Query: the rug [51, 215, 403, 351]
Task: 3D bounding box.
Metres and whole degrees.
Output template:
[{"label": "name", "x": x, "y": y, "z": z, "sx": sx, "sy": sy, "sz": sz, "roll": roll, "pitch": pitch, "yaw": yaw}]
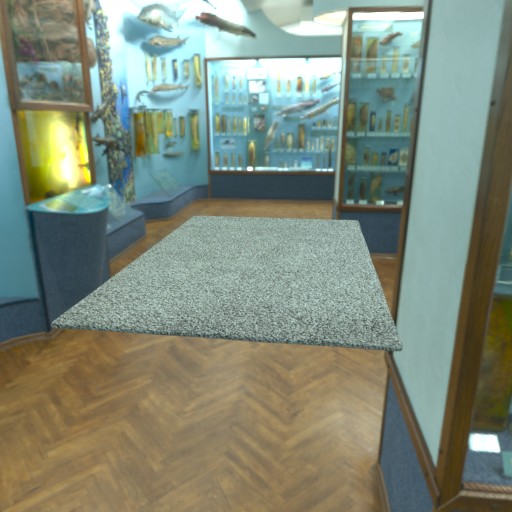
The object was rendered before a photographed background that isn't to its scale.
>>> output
[{"label": "rug", "x": 0.000, "y": 0.000, "z": 3.477, "sx": 1.778, "sy": 0.030, "sz": 2.743, "roll": 2, "pitch": 17, "yaw": 8}]
